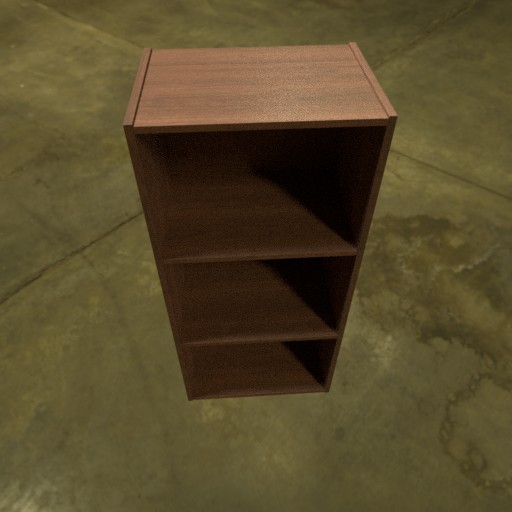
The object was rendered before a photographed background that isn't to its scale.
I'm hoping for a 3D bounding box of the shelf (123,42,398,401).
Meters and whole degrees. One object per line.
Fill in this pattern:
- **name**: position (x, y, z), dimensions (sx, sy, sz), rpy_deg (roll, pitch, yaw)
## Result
- **shelf**: position (0.000, 0.000, 1.075), dimensions (0.414, 0.879, 0.290), rpy_deg (-3, 46, -3)
